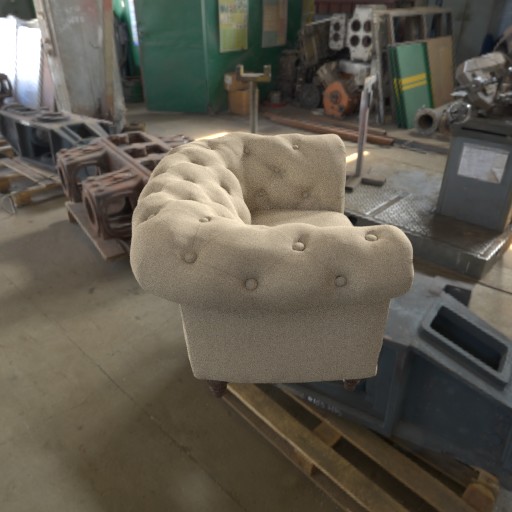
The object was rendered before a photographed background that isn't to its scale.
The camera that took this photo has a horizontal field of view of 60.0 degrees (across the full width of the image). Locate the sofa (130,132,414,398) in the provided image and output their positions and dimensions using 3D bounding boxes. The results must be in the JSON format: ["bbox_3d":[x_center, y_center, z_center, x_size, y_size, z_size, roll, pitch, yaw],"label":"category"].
[{"bbox_3d":[0.000,0.000,2.131,1.034,0.878,1.405,-1,31,-1],"label":"sofa"}]
